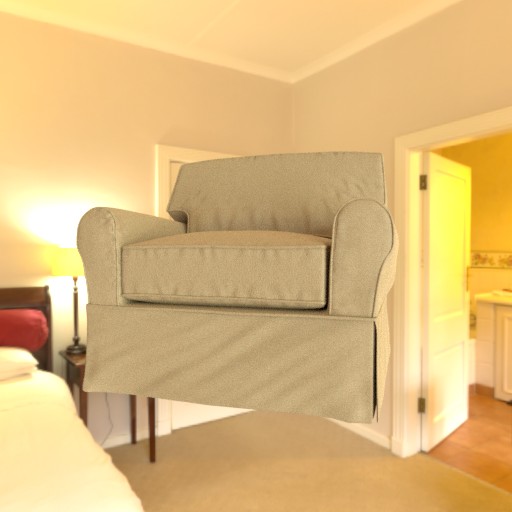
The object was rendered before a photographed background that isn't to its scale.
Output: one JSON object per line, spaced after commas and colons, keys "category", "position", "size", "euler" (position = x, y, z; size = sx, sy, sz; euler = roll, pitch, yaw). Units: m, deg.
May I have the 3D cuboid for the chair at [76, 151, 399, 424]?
{"category": "chair", "position": [0.000, 0.000, 1.786], "size": [1.096, 0.937, 0.903], "euler": [0, 1, 18]}
